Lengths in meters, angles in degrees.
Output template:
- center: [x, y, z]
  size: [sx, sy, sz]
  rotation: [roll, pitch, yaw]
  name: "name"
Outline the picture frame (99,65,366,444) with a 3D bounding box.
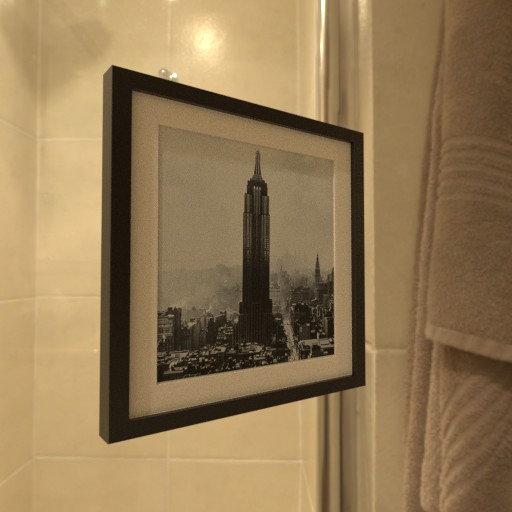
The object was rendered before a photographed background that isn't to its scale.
- center: [0.000, 0.000, 0.527]
  size: [0.355, 0.353, 0.029]
  rotation: [1, -2, -36]
  name: "picture frame"
